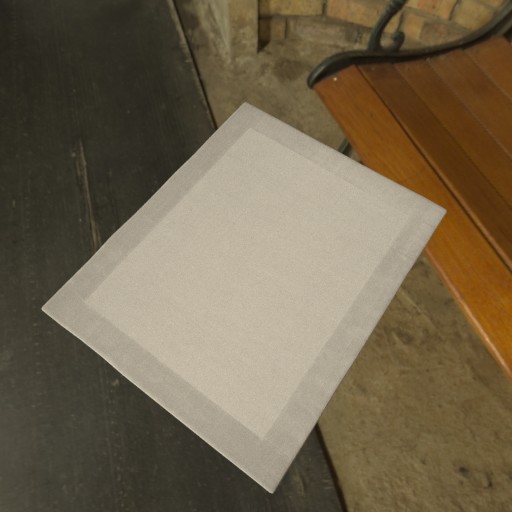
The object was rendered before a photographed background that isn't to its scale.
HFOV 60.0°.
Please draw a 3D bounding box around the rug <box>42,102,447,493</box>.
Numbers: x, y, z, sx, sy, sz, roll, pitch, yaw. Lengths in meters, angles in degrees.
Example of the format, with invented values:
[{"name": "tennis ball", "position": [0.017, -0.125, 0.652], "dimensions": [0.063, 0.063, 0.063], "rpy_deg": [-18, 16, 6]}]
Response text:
[{"name": "rug", "position": [0.000, 0.000, 4.032], "dimensions": [2.430, 0.018, 2.976], "rpy_deg": [33, 67, 15]}]
